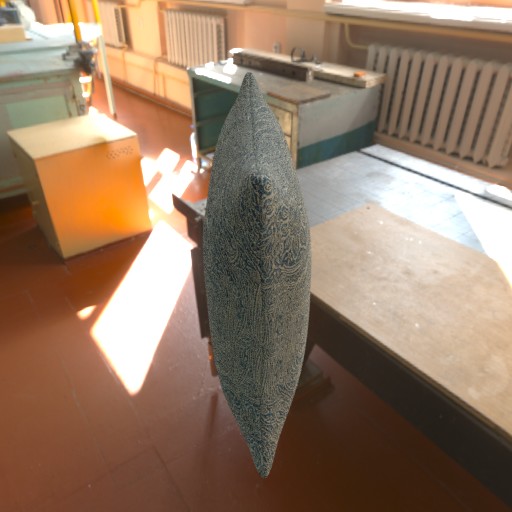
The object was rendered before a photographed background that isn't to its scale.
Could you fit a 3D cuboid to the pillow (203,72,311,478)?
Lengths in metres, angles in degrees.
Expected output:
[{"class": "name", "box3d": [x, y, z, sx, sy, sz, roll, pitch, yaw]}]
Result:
[{"class": "pillow", "box3d": [0.000, 0.000, 0.778, 0.166, 0.510, 0.523, -1, 33, -2]}]
